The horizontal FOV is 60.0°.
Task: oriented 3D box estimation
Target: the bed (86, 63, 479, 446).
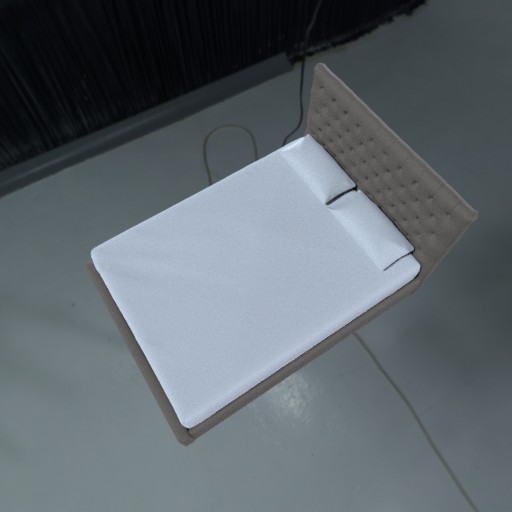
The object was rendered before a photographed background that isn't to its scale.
[{"bbox_3d":[0.000,0.000,3.479,2.387,1.427,1.698,-30,67,-14],"label":"bed"}]
